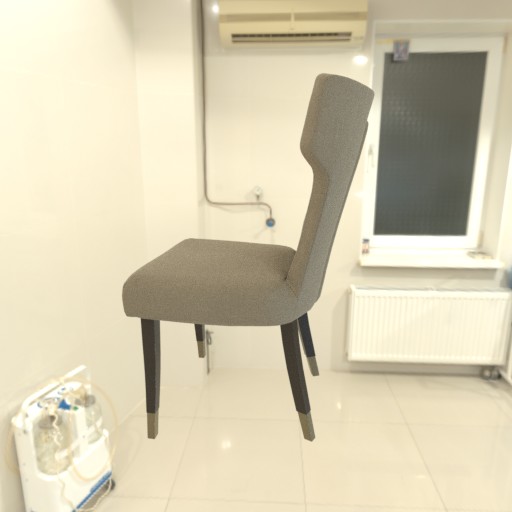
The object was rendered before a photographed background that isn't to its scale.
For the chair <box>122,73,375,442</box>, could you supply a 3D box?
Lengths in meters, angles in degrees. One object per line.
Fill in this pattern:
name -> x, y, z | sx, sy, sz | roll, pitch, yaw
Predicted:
chair -> 0.000, 0.000, 1.330 | 0.630, 0.955, 0.526 | 2, 15, 9
